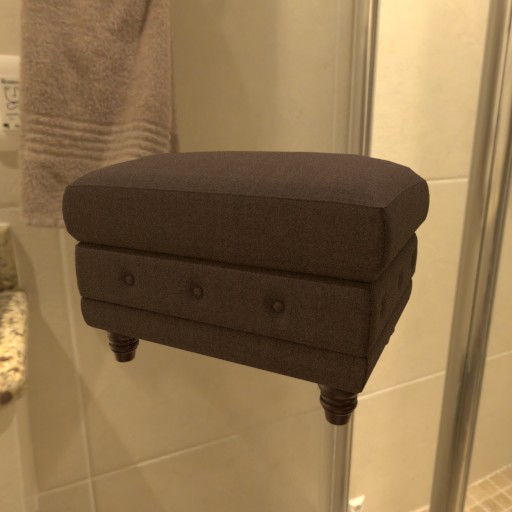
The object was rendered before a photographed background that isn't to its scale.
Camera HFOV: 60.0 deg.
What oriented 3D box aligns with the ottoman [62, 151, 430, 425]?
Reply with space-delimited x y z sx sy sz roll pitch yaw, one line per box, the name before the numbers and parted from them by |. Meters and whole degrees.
ottoman | 0.000 0.000 1.212 0.809 0.555 0.599 7 16 26
